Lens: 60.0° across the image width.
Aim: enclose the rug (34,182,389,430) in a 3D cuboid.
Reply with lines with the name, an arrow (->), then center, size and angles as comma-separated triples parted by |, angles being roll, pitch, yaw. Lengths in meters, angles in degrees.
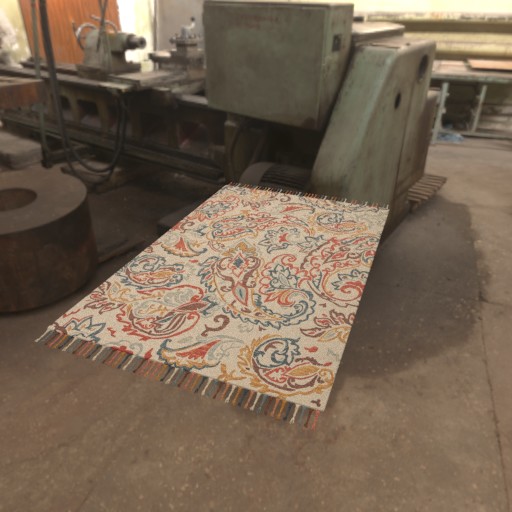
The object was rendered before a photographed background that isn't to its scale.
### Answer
rug -> 0.000, 0.000, 2.450 | 1.218, 0.010, 1.997 | 11, 32, 19
